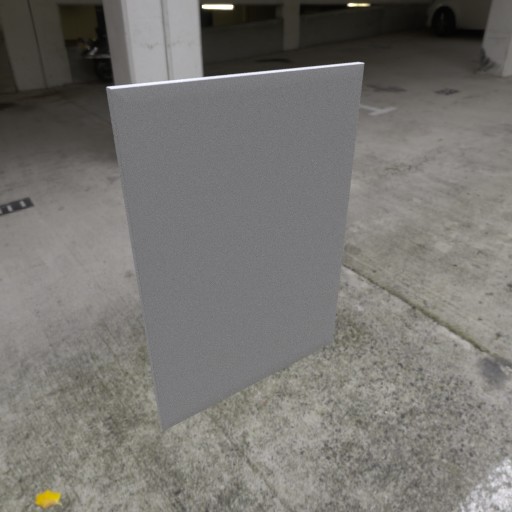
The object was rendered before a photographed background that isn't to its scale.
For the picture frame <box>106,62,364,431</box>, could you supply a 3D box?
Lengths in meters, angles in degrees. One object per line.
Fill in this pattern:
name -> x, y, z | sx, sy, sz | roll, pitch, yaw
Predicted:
picture frame -> 0.000, 0.000, 0.693 | 0.381, 0.534, 0.012 | -19, 35, -30
